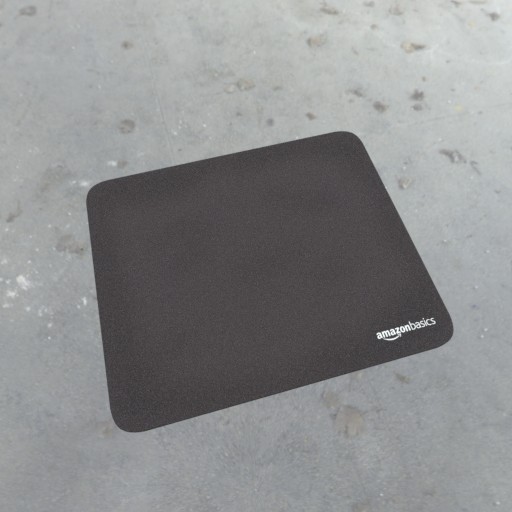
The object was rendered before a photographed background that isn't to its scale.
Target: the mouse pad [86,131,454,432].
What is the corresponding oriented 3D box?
[{"bbox_3d":[0.000,0.000,0.350,0.249,0.002,0.211,-14,63,-7],"label":"mouse pad"}]
